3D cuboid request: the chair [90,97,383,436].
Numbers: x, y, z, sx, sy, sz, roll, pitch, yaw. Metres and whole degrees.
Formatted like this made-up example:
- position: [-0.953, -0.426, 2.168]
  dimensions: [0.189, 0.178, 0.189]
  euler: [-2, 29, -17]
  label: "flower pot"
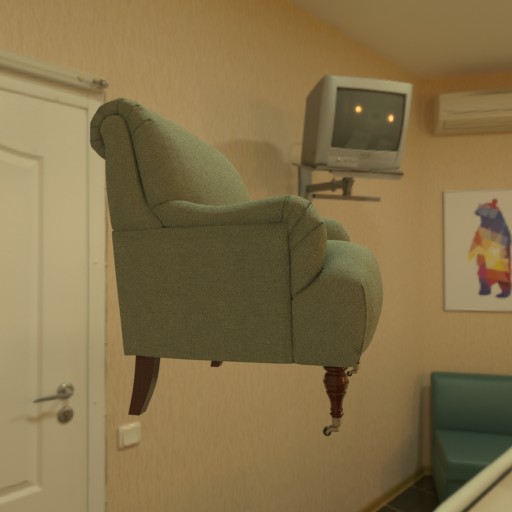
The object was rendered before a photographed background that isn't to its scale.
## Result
- position: [0.000, 0.000, 1.924]
  dimensions: [1.060, 1.178, 0.964]
  euler: [0, -1, 17]
  label: "chair"
